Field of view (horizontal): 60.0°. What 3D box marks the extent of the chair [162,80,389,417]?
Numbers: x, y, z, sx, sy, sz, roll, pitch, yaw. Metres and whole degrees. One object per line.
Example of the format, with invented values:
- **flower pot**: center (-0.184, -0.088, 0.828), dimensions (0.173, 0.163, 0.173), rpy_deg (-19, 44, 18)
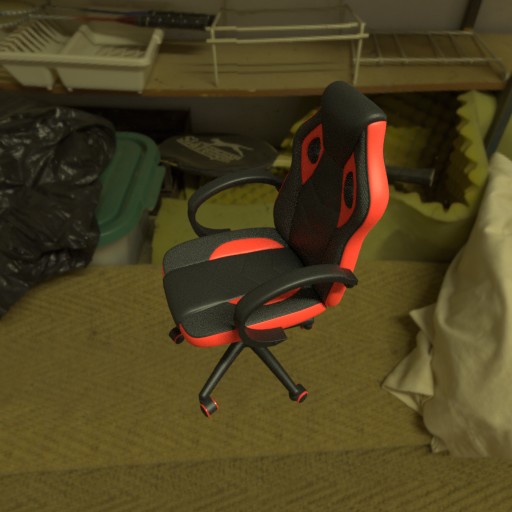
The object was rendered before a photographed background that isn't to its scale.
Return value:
- **chair**: center (0.000, 0.000, 1.444), dimensions (0.642, 1.016, 0.600), rpy_deg (-15, 46, -15)
